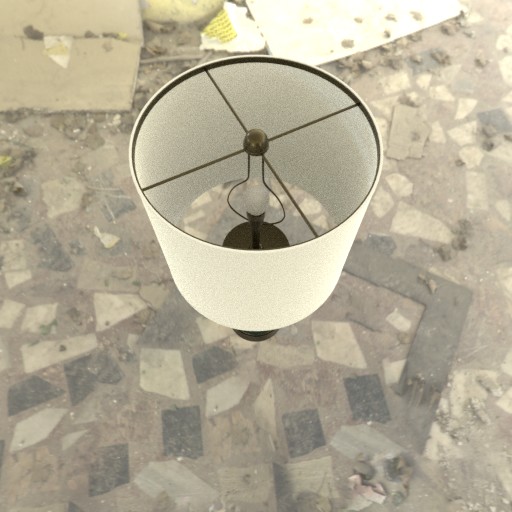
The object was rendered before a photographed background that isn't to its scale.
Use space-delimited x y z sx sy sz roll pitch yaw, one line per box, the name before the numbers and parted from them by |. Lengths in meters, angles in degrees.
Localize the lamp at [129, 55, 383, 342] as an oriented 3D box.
lamp | 0.000 0.000 0.795 0.301 0.630 0.301 16 64 8
